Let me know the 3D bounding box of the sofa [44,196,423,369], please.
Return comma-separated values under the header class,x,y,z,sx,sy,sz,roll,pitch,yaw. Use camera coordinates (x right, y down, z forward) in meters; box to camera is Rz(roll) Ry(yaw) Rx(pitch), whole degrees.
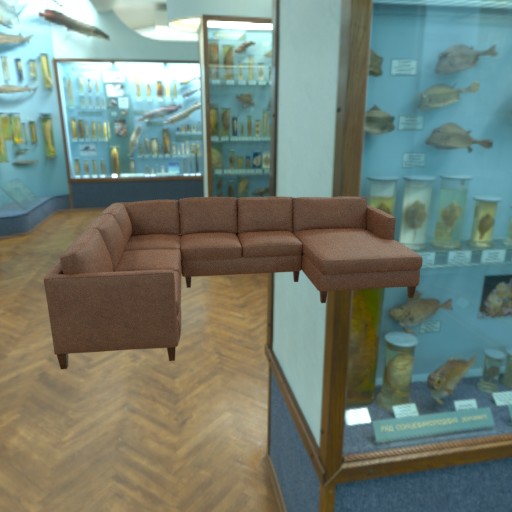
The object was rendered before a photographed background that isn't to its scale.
class,x,y,z,sx,sy,sz,roll,pitch,yaw
sofa,0.000,0.000,4.637,3.460,0.923,2.593,-2,17,-8
